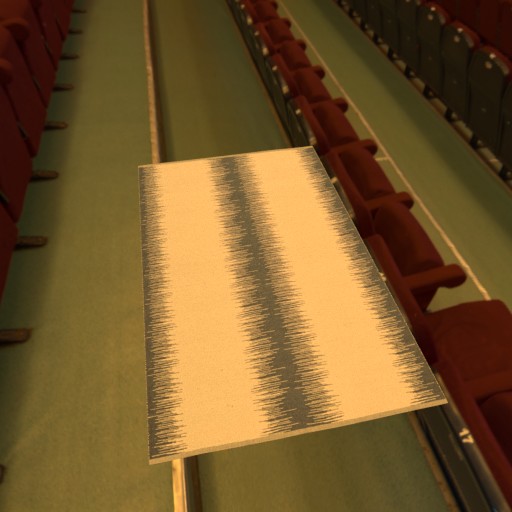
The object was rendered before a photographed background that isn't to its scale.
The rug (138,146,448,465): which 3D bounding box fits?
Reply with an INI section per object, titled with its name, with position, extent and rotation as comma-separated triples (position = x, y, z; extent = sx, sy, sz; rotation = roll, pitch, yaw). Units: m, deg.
[rug]
position = 0.000, 0.000, 3.000
extent = 1.519, 0.003, 2.453
rotation = -8, 47, -8
